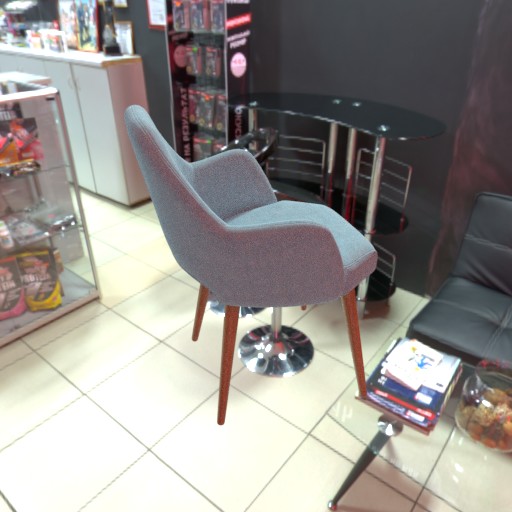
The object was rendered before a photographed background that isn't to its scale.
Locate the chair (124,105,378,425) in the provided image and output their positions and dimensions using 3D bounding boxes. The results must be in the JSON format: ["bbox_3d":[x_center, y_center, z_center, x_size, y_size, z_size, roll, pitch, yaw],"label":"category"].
[{"bbox_3d":[0.000,0.000,1.266,0.610,0.840,0.590,-9,32,-16],"label":"chair"}]
